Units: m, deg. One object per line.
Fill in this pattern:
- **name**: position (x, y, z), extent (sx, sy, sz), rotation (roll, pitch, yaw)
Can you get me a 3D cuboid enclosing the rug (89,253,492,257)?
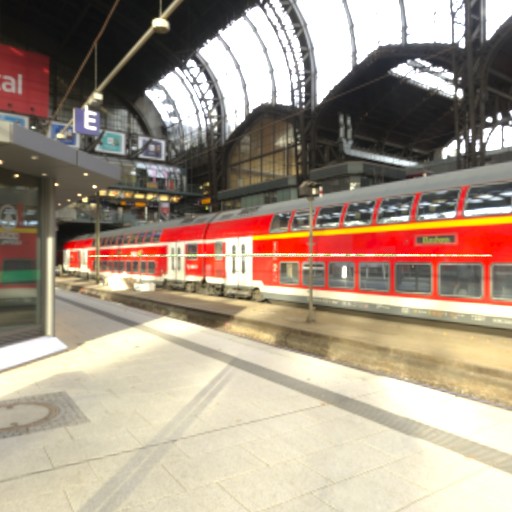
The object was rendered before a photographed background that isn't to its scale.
- **rug**: position (0.000, 0.000, 2.315), extent (1.220, 0.006, 1.826), rotation (0, 0, -35)
